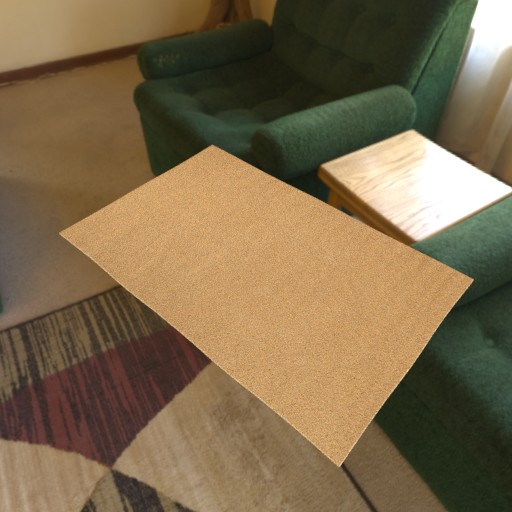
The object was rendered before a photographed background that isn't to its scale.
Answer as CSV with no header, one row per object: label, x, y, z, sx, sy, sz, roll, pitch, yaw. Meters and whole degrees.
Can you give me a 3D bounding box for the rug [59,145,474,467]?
rug,0.000,0.000,2.955,2.346,0.025,1.500,33,54,27
